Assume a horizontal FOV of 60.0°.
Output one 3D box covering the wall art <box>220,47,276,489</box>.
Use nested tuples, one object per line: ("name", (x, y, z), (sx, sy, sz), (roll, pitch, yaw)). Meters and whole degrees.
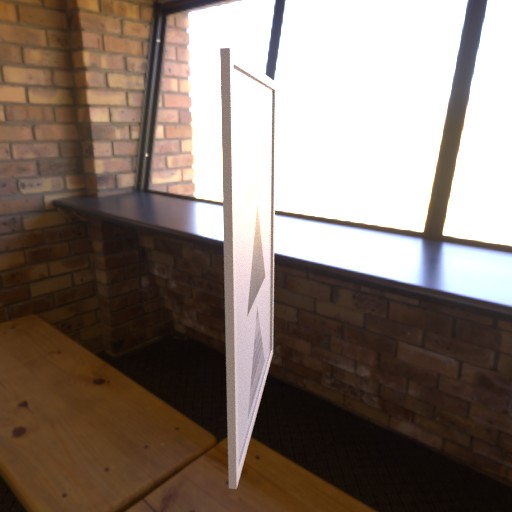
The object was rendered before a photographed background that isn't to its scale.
("wall art", (0.000, 0.000, 0.843), (0.013, 0.656, 0.456), (3, 17, 9))
